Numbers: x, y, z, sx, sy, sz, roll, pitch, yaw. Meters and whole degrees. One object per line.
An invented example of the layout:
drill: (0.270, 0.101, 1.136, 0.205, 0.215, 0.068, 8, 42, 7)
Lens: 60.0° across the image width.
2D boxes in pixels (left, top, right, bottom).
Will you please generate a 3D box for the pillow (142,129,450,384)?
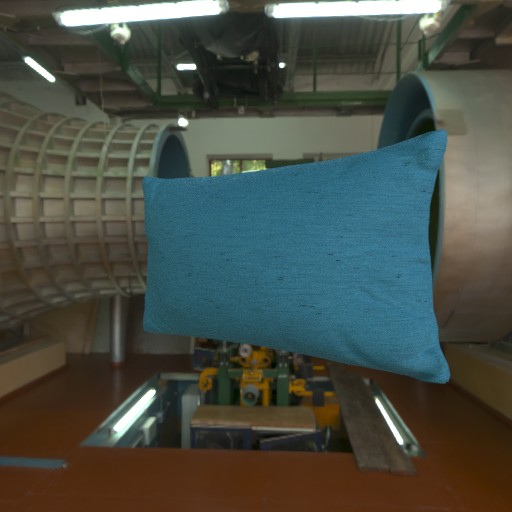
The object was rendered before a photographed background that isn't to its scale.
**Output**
pillow: (0.000, 0.000, 0.771, 0.633, 0.338, 0.210, 1, 1, 38)
